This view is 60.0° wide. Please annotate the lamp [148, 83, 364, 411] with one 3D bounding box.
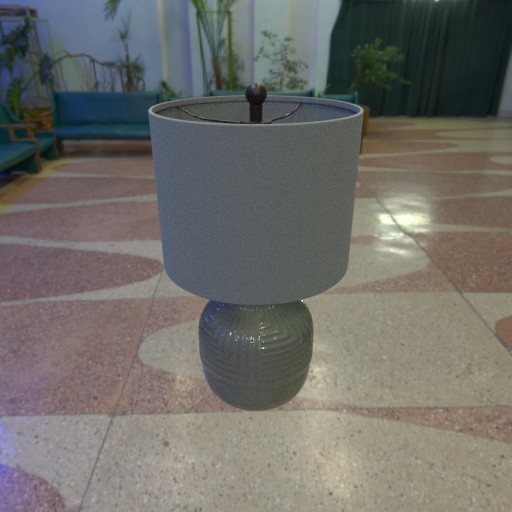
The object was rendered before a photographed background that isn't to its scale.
[{"bbox_3d":[0.000,0.000,0.777,0.318,0.567,0.318,0,26,0],"label":"lamp"}]
